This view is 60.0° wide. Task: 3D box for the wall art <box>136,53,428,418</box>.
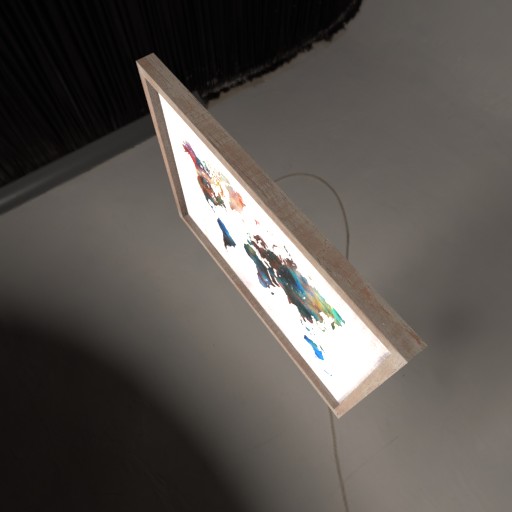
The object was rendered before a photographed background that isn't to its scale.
[{"bbox_3d":[0.000,0.000,1.769,0.070,1.009,1.320,-33,67,-16],"label":"wall art"}]
